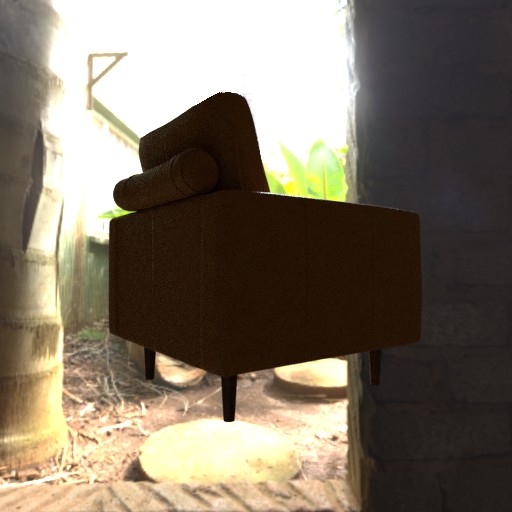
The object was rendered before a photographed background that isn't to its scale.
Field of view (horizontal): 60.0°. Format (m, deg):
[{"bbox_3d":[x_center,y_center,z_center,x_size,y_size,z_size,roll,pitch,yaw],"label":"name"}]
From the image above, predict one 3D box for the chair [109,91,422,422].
[{"bbox_3d":[0.000,0.000,1.577,0.868,0.896,0.831,1,-1,-36],"label":"chair"}]
